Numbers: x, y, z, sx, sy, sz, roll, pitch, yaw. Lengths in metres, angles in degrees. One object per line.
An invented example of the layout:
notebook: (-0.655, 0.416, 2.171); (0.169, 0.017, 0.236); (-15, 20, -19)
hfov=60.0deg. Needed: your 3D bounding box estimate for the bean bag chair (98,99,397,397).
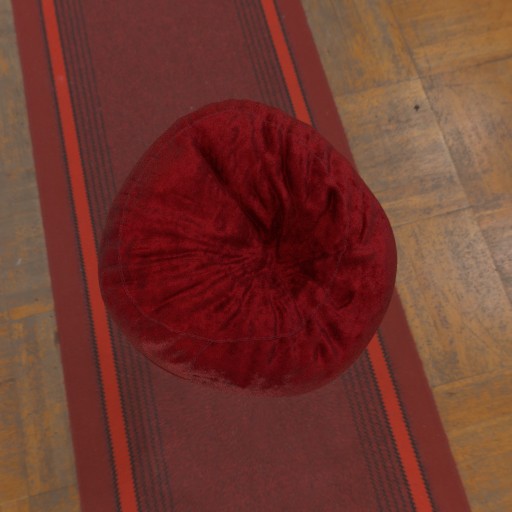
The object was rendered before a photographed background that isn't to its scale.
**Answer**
bean bag chair: (0.000, 0.000, 2.444); (1.524, 0.878, 1.524); (30, 77, 8)
